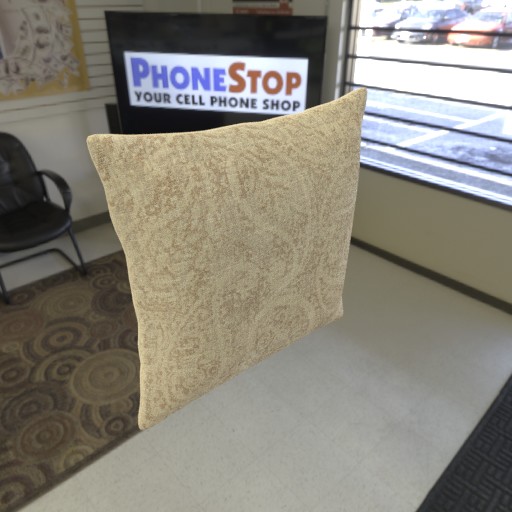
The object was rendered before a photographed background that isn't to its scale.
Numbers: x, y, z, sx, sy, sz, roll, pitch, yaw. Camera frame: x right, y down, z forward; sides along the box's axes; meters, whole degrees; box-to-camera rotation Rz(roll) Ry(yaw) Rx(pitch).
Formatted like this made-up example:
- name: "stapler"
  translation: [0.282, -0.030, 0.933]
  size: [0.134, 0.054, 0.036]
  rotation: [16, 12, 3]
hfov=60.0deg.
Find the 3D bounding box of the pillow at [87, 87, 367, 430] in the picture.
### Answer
- name: "pillow"
  translation: [0.000, 0.000, 0.784]
  size: [0.523, 0.510, 0.166]
  rotation: [-22, 37, -33]
